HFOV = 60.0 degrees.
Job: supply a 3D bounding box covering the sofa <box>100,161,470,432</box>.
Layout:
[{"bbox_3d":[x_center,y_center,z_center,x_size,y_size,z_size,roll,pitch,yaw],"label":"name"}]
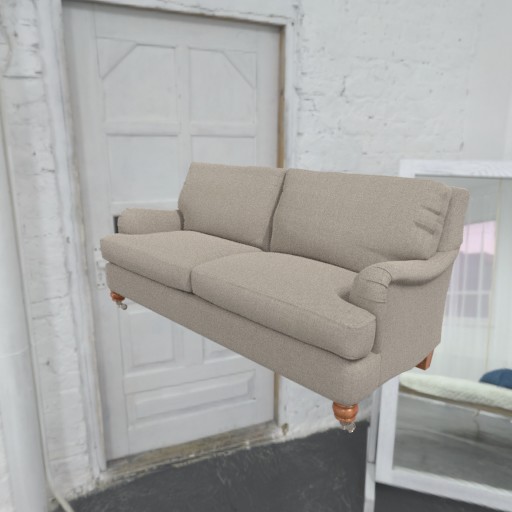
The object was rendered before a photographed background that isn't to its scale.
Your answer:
[{"bbox_3d":[0.000,0.000,2.768,2.160,1.054,1.087,15,22,43],"label":"sofa"}]
